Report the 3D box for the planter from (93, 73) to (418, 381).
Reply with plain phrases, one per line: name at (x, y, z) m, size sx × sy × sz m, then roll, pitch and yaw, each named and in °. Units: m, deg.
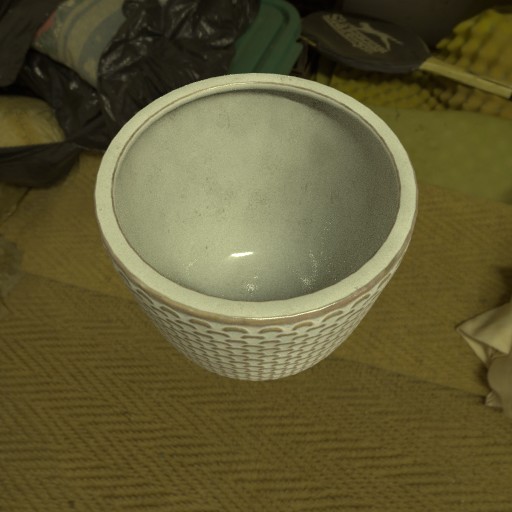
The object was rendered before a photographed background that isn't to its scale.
planter at (0.000, 0.000, 0.348) m, size 0.197 × 0.191 × 0.197 m, roll 0°, pitch 58°, yaw 0°
